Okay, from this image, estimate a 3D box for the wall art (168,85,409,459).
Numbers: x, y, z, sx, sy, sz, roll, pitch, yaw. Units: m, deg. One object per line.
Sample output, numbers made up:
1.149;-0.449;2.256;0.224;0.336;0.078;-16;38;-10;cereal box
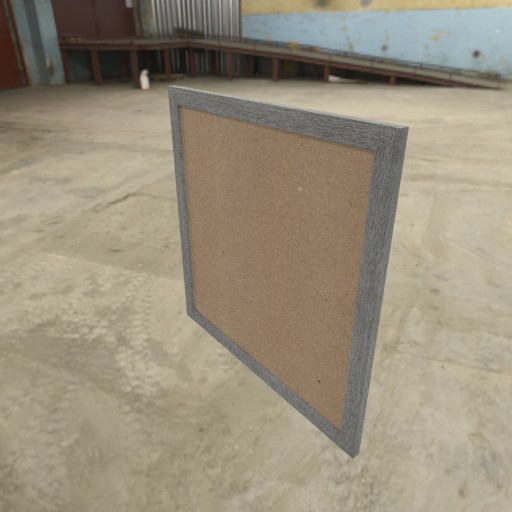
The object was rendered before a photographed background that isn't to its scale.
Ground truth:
0.000;0.000;1.027;0.020;0.685;0.685;-20;33;-34;wall art
